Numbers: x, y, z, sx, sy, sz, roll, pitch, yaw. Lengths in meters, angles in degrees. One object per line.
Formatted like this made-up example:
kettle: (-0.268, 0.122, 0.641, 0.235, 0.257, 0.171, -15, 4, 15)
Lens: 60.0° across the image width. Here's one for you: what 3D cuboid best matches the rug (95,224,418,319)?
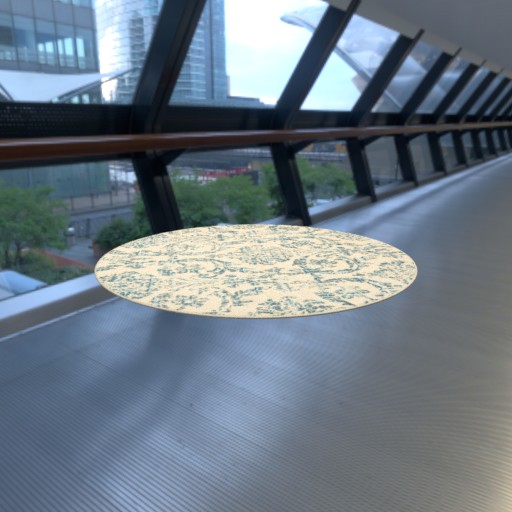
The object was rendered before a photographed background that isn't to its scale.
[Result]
rug: (0.000, 0.000, 2.315, 1.593, 0.012, 1.593, 0, 16, 0)
